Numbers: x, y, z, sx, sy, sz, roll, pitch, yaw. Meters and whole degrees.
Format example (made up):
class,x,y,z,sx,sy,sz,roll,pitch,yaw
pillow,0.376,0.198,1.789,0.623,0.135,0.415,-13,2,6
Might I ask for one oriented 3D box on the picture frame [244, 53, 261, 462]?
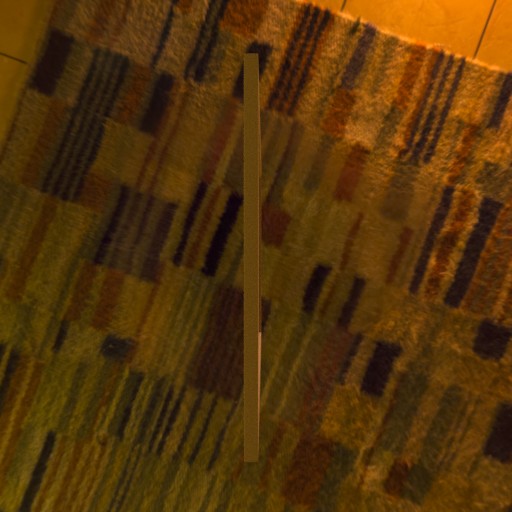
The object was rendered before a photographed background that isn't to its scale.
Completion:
class,x,y,z,sx,sy,sz,roll,pitch,yaw
picture frame,0.000,0.000,0.583,0.011,0.459,0.326,0,91,1
